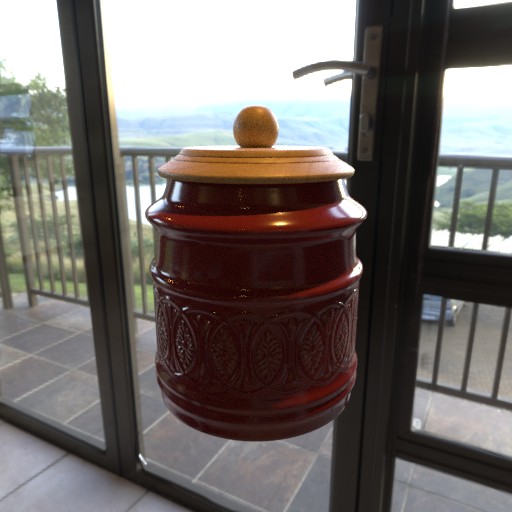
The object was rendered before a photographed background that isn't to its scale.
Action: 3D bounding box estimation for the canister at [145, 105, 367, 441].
[{"bbox_3d":[0.000,0.000,0.274,0.130,0.176,0.130,0,15,0],"label":"canister"}]
